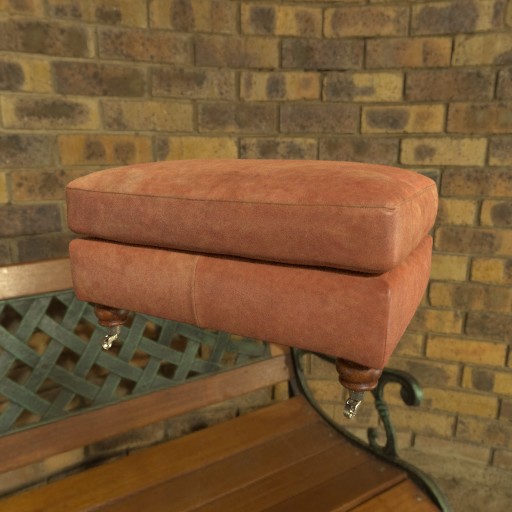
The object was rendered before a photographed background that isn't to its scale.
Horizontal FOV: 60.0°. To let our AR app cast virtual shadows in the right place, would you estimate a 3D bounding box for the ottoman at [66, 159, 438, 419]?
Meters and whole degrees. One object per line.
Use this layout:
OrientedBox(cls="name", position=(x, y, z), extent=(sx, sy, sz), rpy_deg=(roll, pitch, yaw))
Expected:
OrientedBox(cls="ottoman", position=(0.000, 0.000, 1.188), extent=(0.852, 0.507, 0.565), rpy_deg=(7, 15, 27))
